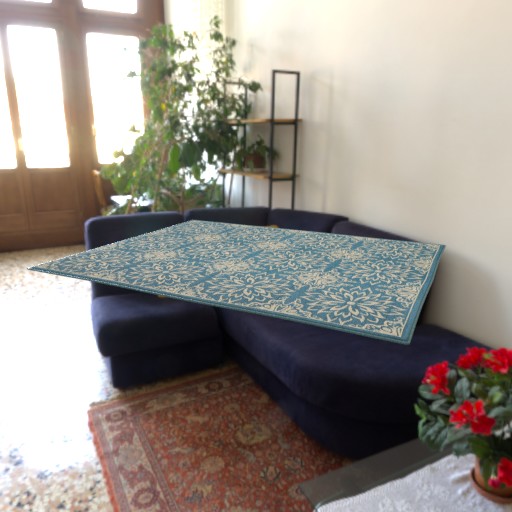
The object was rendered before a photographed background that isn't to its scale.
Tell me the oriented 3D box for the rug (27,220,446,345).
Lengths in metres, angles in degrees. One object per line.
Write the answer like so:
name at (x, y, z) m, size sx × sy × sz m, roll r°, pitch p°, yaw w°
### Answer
rug at (0.000, 0.000, 3.950) m, size 2.964 × 0.018 × 2.350 m, roll 8°, pitch 17°, yaw 26°
